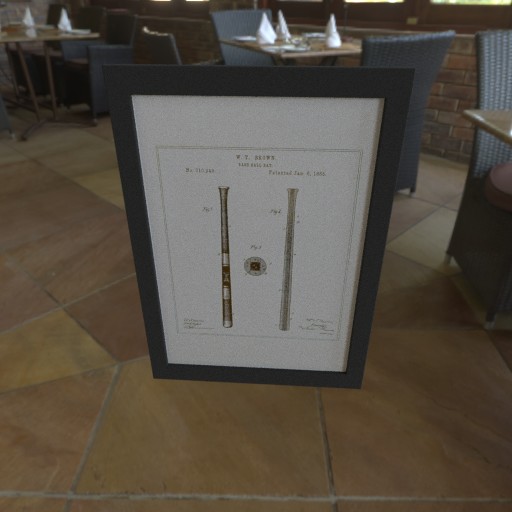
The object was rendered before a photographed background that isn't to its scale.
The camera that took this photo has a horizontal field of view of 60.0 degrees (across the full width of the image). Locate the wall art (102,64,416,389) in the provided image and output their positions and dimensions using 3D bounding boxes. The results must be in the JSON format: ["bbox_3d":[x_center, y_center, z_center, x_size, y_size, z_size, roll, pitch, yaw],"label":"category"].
[{"bbox_3d":[0.000,0.000,0.665,0.374,0.529,0.012,2,31,3],"label":"wall art"}]
